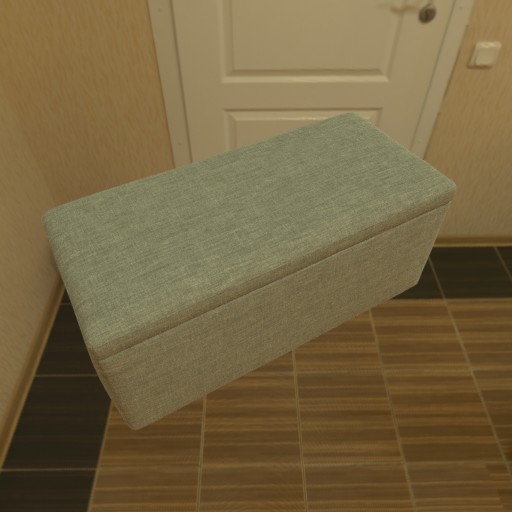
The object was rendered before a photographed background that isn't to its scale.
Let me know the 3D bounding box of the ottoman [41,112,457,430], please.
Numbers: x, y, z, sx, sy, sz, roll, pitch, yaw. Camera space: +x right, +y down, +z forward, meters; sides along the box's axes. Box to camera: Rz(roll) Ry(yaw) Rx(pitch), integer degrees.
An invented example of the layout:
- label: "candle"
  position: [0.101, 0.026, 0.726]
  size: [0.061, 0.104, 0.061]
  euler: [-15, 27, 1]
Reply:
- label: "ottoman"
  position: [0.000, 0.000, 1.149]
  size: [0.902, 0.432, 0.419]
  euler: [-23, 51, -20]
